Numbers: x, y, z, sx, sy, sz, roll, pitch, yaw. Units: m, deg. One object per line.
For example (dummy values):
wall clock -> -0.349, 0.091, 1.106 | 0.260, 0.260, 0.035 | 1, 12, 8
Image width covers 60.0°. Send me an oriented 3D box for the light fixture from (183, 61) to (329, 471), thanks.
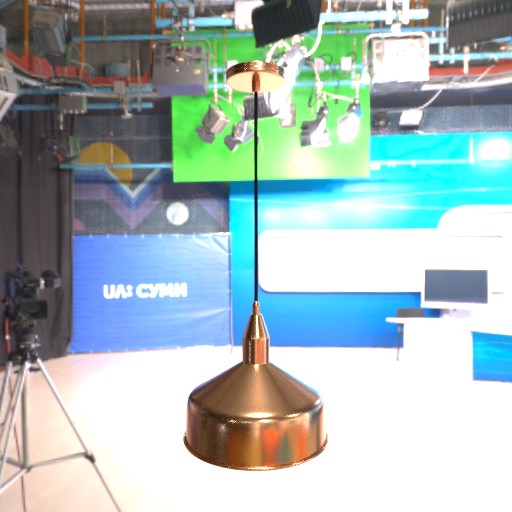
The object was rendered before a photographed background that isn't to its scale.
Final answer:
light fixture -> 0.000, 0.000, 0.922 | 0.301, 0.754, 0.301 | -1, 1, -36
